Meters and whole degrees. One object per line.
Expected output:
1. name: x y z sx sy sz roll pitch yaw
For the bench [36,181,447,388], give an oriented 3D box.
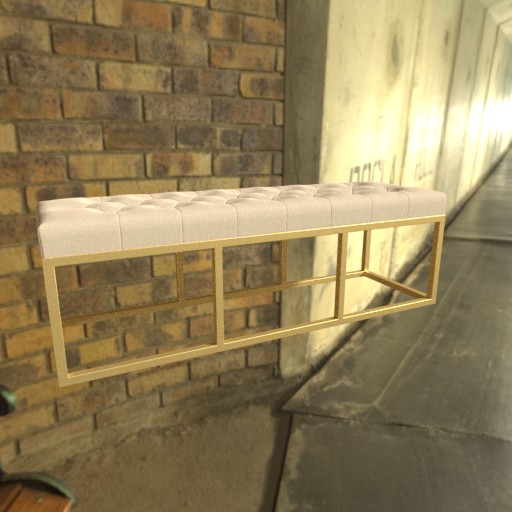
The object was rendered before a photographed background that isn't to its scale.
1. bench: 0.000 0.000 1.698 1.473 0.484 0.457 -7 17 -25
